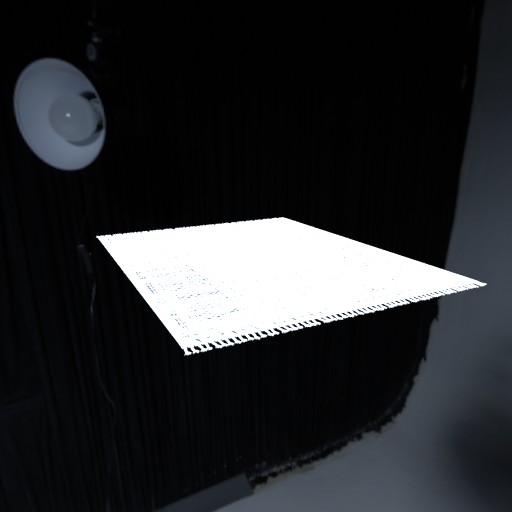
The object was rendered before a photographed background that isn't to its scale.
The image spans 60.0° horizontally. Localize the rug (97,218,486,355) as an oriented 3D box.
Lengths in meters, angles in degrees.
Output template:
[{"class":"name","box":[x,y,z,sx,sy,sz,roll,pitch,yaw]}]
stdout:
[{"class":"rug","box":[0.000,0.000,3.976,2.312,0.013,2.940,-8,18,-26]}]
